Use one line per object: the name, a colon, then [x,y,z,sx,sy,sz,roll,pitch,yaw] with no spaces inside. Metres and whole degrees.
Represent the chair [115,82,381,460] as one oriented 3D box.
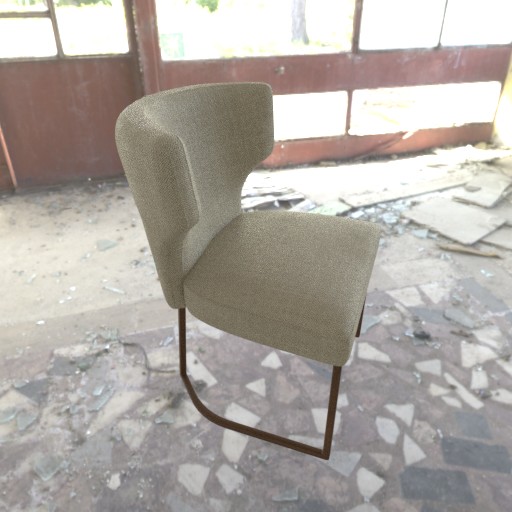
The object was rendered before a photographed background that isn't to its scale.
chair: [0.000,0.000,1.223,0.617,0.824,0.611,11,33,17]
